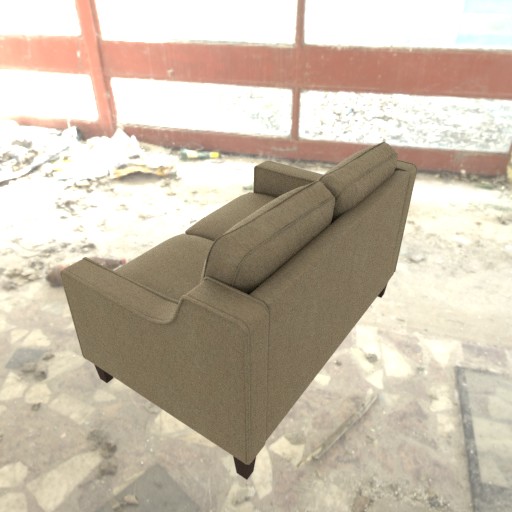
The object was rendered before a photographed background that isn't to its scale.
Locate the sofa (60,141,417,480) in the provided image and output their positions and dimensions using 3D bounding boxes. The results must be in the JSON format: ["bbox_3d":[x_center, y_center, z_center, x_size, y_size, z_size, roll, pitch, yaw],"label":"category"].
[{"bbox_3d":[0.000,0.000,2.171,0.985,0.981,1.503,21,38,29],"label":"sofa"}]
